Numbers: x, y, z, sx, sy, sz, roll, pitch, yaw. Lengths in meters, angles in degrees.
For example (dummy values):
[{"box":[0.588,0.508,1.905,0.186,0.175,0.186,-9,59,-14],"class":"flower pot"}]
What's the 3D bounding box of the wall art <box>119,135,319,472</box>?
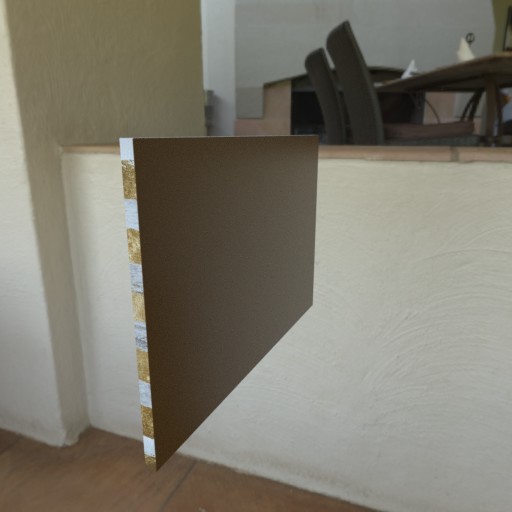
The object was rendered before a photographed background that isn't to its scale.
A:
[{"box":[0.000,0.000,1.167,0.027,0.610,0.932,7,17,24],"class":"wall art"}]
